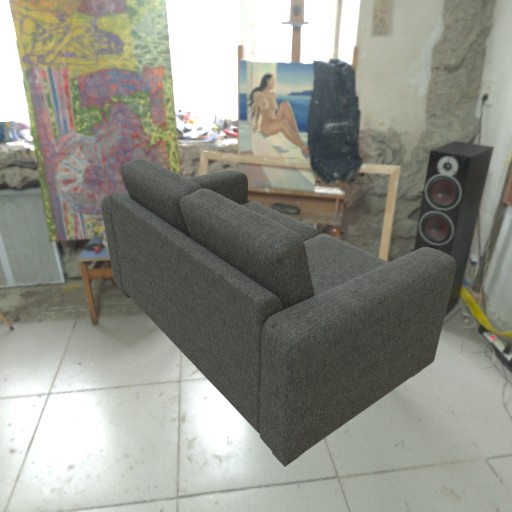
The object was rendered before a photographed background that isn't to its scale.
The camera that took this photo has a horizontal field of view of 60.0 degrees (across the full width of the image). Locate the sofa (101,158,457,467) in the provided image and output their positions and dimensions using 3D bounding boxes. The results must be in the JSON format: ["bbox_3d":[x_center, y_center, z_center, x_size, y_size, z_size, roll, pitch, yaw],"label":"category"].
[{"bbox_3d":[0.000,0.000,2.072,0.900,0.800,1.520,-19,33,-33],"label":"sofa"}]
